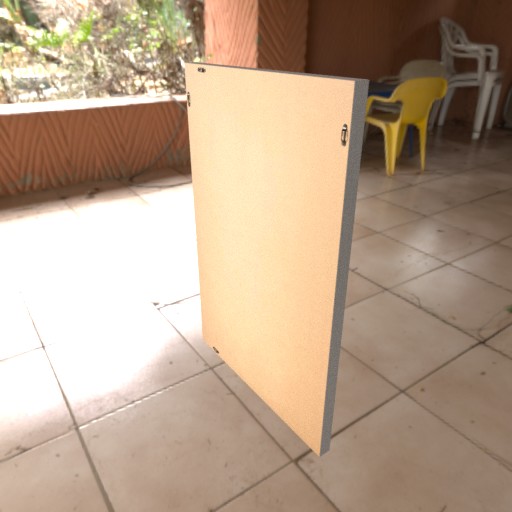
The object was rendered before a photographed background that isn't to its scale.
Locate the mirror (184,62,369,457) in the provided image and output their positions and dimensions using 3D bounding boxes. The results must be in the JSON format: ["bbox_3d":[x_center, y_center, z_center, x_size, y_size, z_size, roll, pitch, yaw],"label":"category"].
[{"bbox_3d":[0.000,0.000,1.176,0.040,0.915,0.609,-18,32,-31],"label":"mirror"}]
